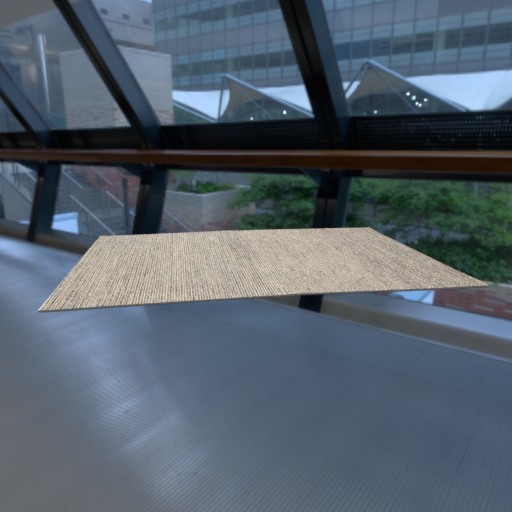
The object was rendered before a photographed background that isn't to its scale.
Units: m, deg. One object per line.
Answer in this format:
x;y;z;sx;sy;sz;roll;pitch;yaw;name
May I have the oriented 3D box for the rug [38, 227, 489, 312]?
0.000;0.000;2.985;2.307;0.030;1.604;-2;15;-9;rug
